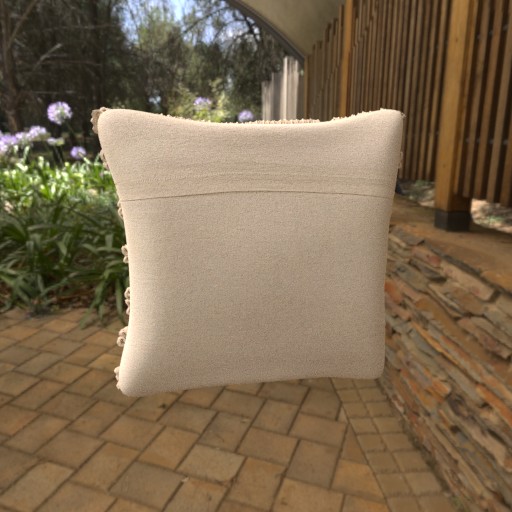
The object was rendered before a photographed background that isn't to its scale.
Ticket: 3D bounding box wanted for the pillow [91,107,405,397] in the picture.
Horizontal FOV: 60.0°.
[{"bbox_3d":[0.000,0.000,0.663,0.437,0.427,0.145,-2,15,-9],"label":"pillow"}]
